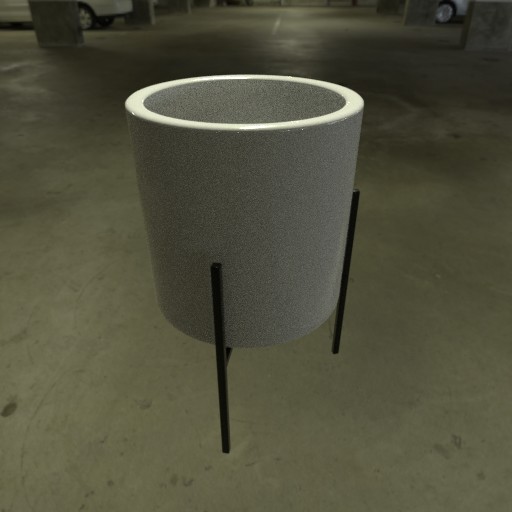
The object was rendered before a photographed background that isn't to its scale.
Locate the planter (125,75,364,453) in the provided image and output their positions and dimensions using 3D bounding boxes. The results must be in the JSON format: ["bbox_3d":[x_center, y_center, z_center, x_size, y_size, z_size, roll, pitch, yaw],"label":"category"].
[{"bbox_3d":[0.000,0.000,0.508,0.239,0.356,0.239,-7,32,-11],"label":"planter"}]
